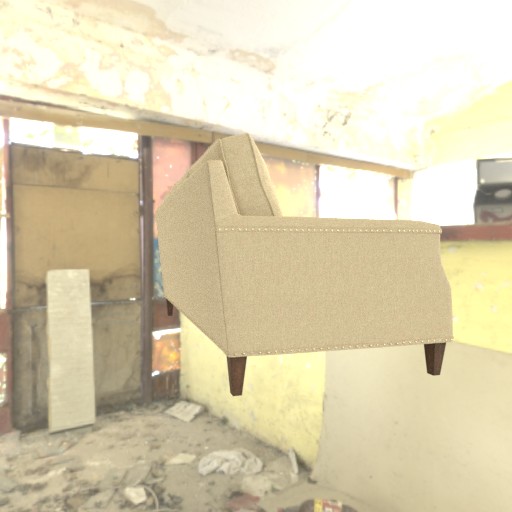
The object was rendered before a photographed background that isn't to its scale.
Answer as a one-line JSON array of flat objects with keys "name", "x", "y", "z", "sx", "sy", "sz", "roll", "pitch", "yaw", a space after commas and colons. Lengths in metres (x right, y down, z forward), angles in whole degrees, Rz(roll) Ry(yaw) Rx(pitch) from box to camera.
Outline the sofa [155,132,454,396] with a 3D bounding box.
[{"name": "sofa", "x": 0.000, "y": 0.000, "z": 2.769, "sx": 1.084, "sy": 1.003, "sz": 2.246, "roll": 0, "pitch": 1, "yaw": -18}]
